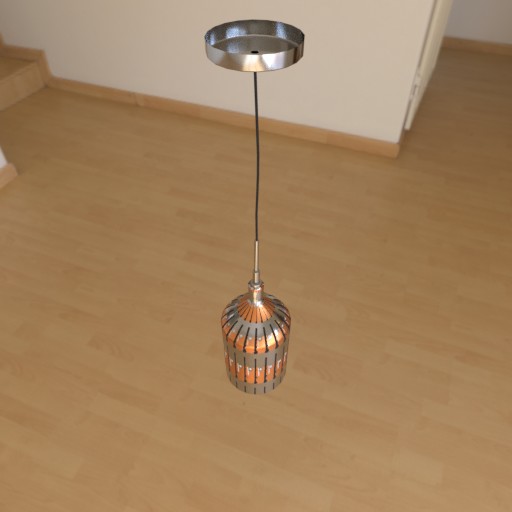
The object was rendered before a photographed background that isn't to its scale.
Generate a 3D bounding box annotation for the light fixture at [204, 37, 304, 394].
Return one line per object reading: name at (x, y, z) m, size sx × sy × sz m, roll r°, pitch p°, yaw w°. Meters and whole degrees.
light fixture at (0.000, 0.000, 1.638) m, size 0.303 × 1.535 × 0.303 m, roll 0°, pitch 45°, yaw 0°
